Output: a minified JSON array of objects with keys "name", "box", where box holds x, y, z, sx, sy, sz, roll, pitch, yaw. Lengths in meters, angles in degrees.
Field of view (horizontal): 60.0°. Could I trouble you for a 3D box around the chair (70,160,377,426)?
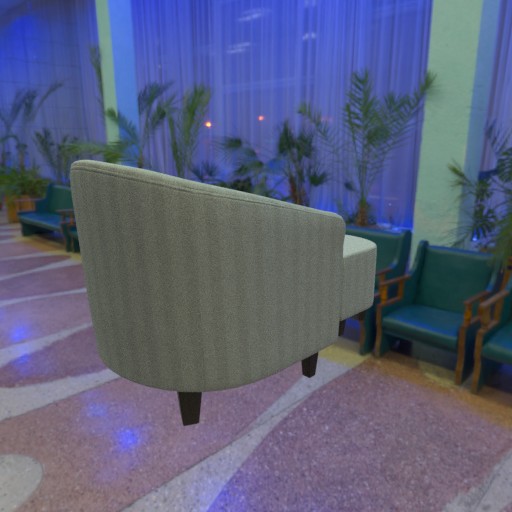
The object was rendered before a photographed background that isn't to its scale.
[{"name":"chair","box":[0.000,0.000,1.694,1.288,0.757,0.756,-14,20,-42]}]
